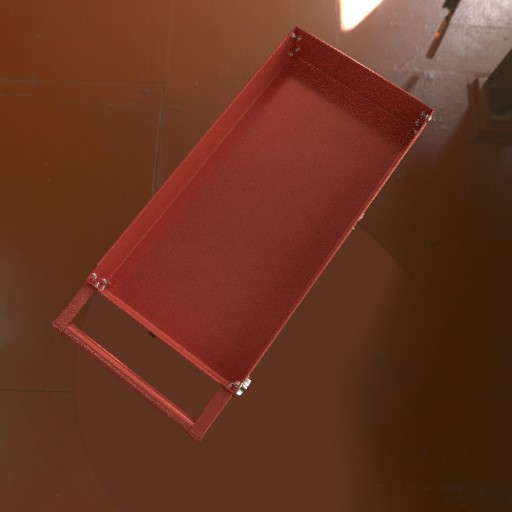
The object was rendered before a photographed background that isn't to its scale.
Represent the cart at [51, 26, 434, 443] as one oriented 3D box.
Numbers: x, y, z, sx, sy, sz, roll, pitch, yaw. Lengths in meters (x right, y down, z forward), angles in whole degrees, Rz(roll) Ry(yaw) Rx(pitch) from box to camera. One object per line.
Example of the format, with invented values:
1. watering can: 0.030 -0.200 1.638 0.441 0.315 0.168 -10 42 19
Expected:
1. cart: 0.000 0.000 1.175 0.366 0.719 0.779 35 79 8
